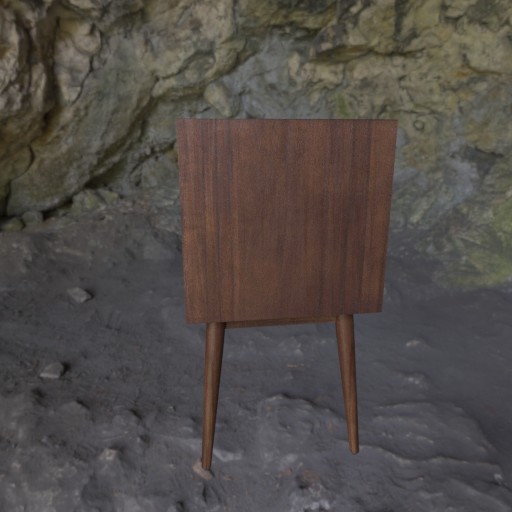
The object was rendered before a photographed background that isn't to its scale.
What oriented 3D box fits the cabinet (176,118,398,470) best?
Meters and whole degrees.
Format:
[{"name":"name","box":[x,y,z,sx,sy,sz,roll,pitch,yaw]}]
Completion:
[{"name":"cabinet","box":[0.000,0.000,1.133,0.354,0.654,0.743,-2,16,-8]}]
